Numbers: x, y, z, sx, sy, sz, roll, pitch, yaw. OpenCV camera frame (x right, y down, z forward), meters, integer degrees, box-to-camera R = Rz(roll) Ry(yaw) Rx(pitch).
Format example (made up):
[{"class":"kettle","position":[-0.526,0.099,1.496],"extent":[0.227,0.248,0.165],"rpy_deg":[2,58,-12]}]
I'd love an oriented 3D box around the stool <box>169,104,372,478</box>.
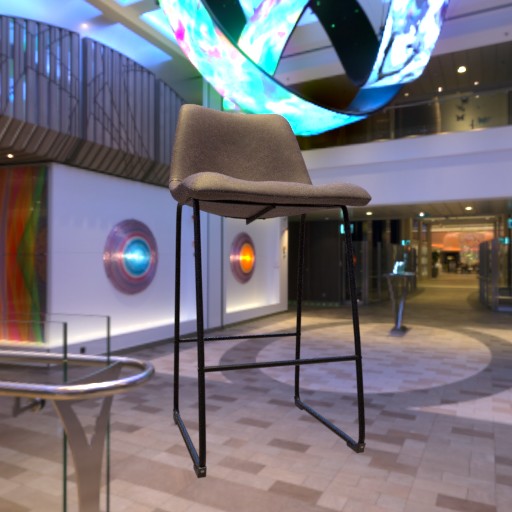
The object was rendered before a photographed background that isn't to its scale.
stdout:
[{"class":"stool","position":[0.000,0.000,1.378],"extent":[0.514,1.082,0.561],"rpy_deg":[0,-1,-18]}]
